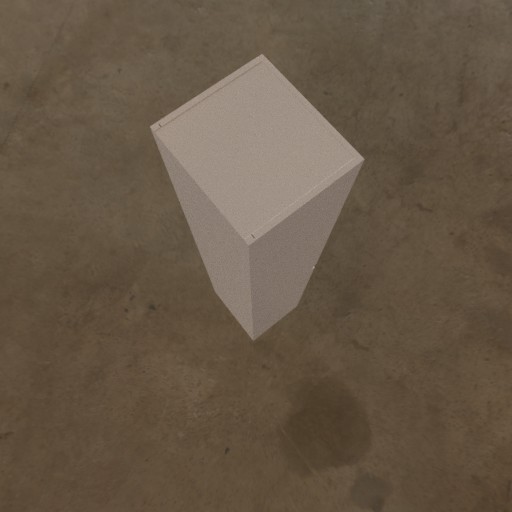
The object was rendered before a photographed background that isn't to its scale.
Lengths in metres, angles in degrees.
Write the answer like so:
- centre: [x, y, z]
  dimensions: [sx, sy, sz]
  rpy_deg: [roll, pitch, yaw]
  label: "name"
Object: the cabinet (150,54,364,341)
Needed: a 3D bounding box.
- centre: [0.000, 0.000, 1.487]
  dimensions: [0.269, 1.400, 0.300]
  rpy_deg: [-37, 76, -11]
  label: "cabinet"
